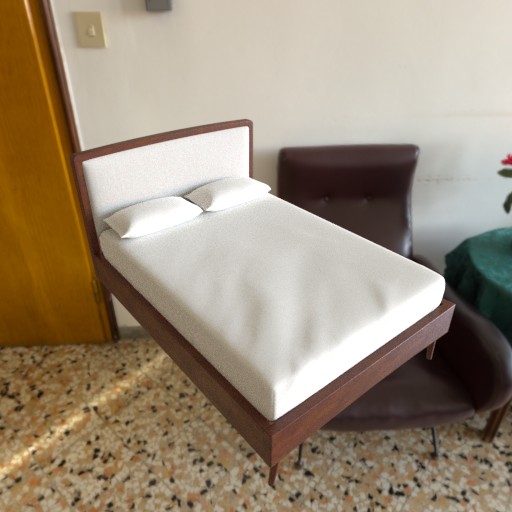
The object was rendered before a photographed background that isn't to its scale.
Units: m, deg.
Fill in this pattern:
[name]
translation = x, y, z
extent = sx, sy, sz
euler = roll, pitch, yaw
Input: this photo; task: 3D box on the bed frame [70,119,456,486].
[bed frame]
translation = 0.000, 0.000, 3.098
extent = 1.587, 1.279, 2.171
euler = -23, 38, -33
